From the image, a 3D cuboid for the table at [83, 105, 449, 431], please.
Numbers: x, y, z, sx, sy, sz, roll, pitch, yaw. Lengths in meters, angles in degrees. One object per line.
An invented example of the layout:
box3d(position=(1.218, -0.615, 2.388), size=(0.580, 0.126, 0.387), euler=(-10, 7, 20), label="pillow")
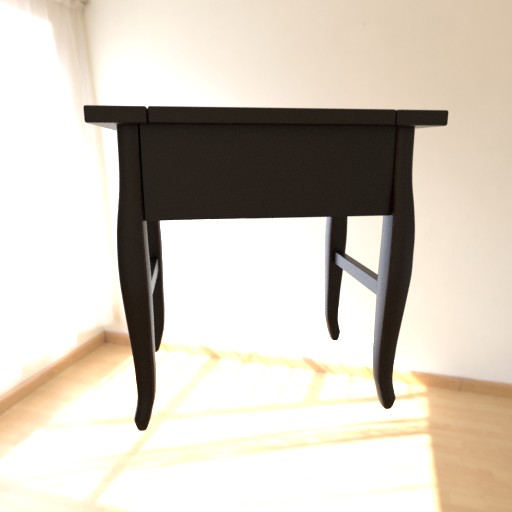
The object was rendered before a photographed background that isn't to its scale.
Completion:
box3d(position=(0.000, 0.000, 1.008), size=(0.602, 0.604, 0.460), euler=(-2, 14, -8), label="table")
